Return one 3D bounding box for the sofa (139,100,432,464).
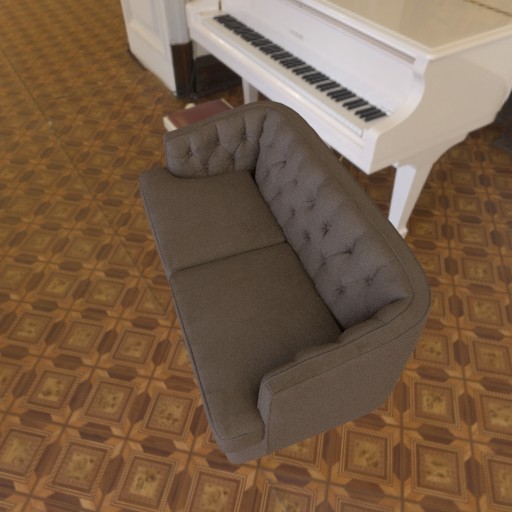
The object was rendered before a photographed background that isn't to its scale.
[{"bbox_3d":[0.000,0.000,2.284,0.941,0.855,1.733,-15,50,-13],"label":"sofa"}]
